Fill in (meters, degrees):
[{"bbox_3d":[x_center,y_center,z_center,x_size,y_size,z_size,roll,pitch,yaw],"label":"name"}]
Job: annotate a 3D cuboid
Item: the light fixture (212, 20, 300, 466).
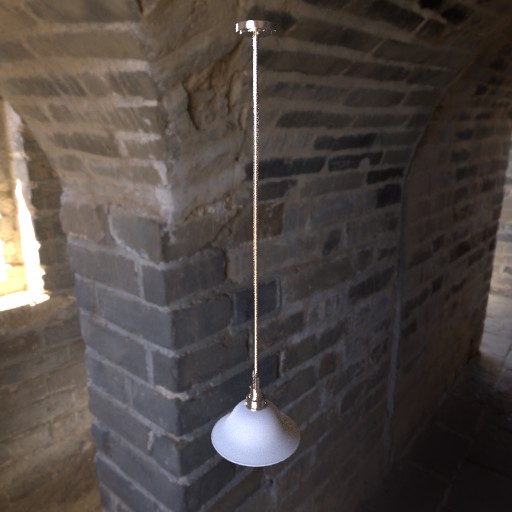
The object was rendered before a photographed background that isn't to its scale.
[{"bbox_3d":[0.000,0.000,1.434,0.324,1.354,0.324,-2,16,-9],"label":"light fixture"}]
